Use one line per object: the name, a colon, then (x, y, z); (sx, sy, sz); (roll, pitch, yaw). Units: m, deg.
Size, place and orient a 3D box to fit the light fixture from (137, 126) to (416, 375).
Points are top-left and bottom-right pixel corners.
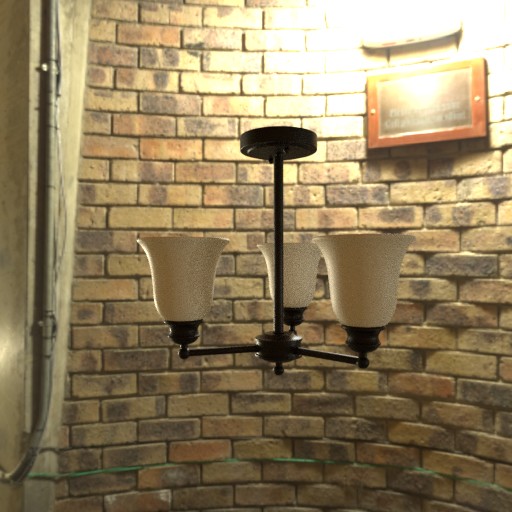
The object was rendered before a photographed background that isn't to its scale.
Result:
light fixture: (0.000, 0.000, 0.679); (0.354, 0.370, 0.388); (0, -1, -17)
